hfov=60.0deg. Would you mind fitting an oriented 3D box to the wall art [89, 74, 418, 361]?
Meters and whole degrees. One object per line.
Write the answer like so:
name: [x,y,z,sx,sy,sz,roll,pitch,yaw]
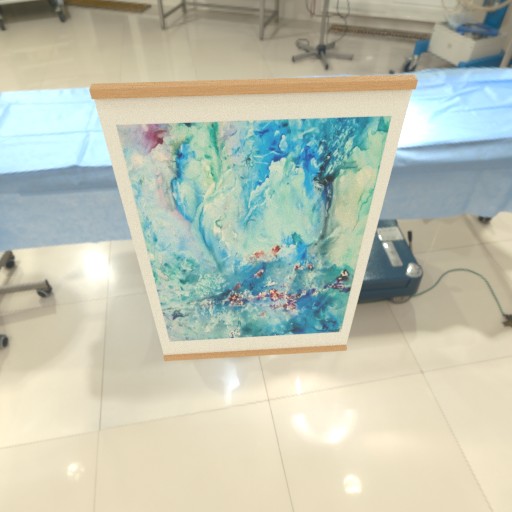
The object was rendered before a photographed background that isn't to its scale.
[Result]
wall art: [0.000,0.000,0.637,0.335,0.510,0.013,-3,46,-3]
